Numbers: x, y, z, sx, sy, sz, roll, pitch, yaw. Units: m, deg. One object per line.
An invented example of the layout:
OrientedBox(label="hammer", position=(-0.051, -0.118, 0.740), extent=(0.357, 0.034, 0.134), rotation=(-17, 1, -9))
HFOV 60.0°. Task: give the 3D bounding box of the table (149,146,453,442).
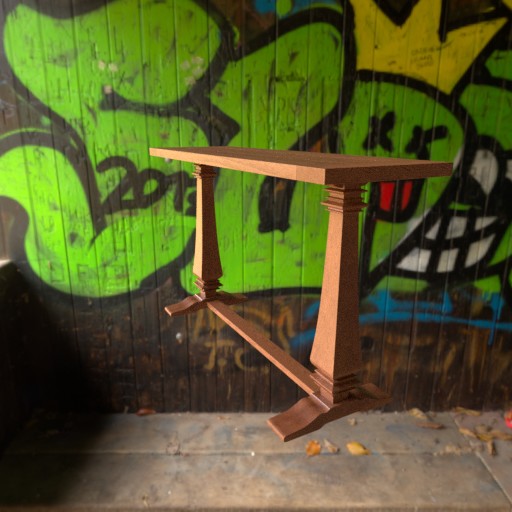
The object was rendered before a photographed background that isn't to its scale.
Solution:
OrientedBox(label="table", position=(0.000, 0.000, 1.877), extent=(0.461, 0.852, 1.478), rotation=(-9, 18, -28))
